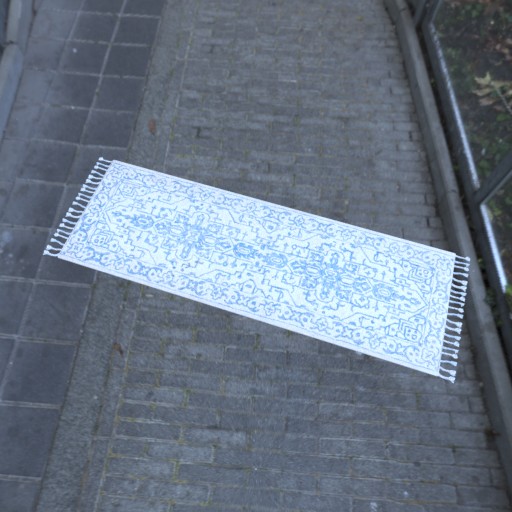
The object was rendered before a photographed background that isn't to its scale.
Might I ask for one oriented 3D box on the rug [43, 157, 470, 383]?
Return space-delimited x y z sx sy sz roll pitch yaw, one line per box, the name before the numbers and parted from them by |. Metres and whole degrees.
rug | 0.000 0.000 2.653 2.449 0.011 0.774 16 65 8
